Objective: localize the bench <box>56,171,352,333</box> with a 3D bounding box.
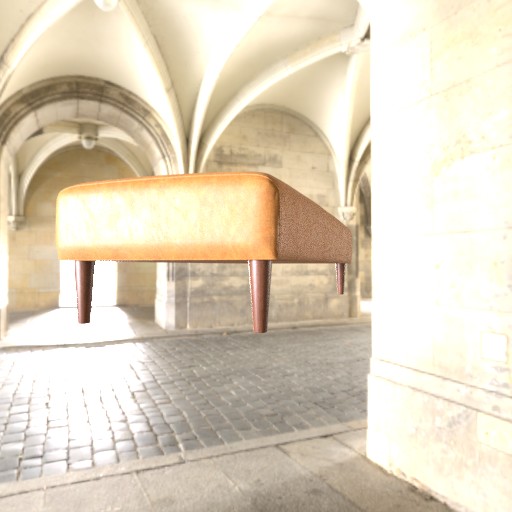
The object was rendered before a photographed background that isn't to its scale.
[{"bbox_3d":[0.000,0.000,1.847,0.653,0.399,1.610,0,-1,18],"label":"bench"}]
